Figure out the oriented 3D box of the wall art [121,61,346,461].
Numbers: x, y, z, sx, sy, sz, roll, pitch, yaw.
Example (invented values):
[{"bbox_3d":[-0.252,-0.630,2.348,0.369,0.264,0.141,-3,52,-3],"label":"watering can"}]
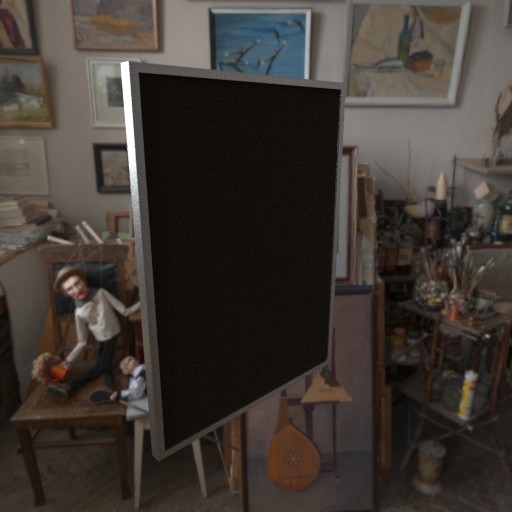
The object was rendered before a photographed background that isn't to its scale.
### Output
[{"bbox_3d":[0.000,0.000,1.397,0.801,1.062,0.037,-15,22,-41],"label":"wall art"}]
